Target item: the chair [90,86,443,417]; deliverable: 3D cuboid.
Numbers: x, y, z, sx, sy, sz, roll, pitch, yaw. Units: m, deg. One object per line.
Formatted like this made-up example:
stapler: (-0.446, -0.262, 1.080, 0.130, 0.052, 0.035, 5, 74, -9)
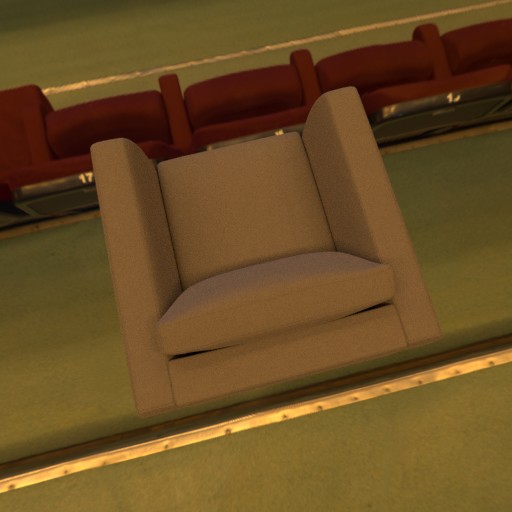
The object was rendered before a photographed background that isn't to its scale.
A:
chair: (0.000, 0.000, 1.686, 1.000, 0.860, 0.930, -14, 76, -3)
